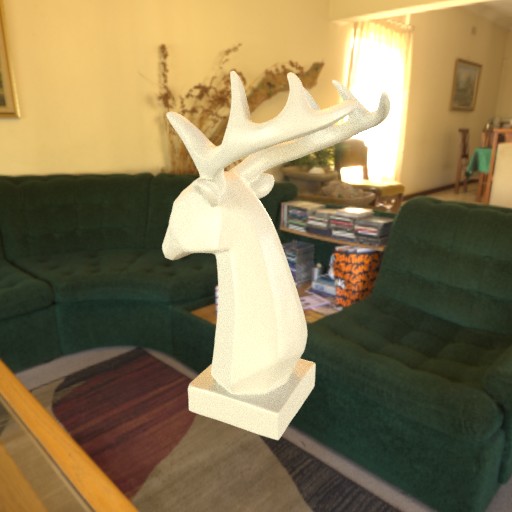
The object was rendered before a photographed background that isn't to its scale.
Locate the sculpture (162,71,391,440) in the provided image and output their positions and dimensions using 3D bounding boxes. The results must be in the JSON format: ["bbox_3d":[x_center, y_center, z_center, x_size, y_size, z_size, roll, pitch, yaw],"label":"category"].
[{"bbox_3d":[0.000,0.000,0.435,0.224,0.329,0.174,8,19,26],"label":"sculpture"}]
